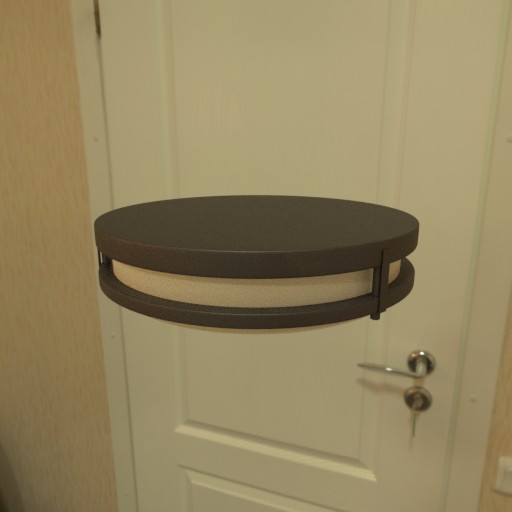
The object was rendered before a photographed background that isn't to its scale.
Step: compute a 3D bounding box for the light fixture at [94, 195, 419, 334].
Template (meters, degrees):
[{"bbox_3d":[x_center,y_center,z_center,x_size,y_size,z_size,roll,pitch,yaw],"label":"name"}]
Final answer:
[{"bbox_3d":[0.000,0.000,0.524,0.356,0.102,0.356,0,15,0],"label":"light fixture"}]
